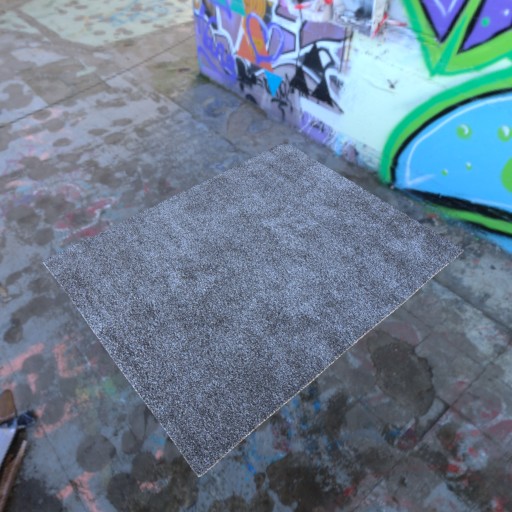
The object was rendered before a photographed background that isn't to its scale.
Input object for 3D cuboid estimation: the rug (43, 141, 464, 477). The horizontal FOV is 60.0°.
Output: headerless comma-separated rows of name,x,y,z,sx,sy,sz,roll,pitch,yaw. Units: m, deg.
rug,0.000,0.000,4.033,3.000,0.025,2.401,-32,54,-27
